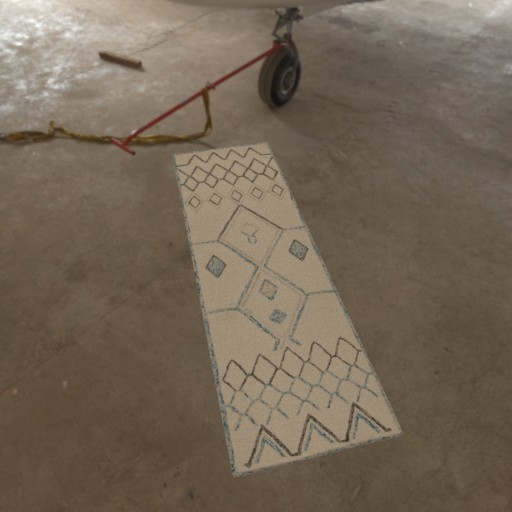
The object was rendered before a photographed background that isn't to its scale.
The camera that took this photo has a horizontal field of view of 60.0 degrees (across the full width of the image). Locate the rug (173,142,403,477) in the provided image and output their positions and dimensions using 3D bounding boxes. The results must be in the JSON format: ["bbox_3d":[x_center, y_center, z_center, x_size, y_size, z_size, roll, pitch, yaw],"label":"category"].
[{"bbox_3d":[0.000,0.000,2.719,0.770,0.013,2.434,-10,47,-9],"label":"rug"}]
